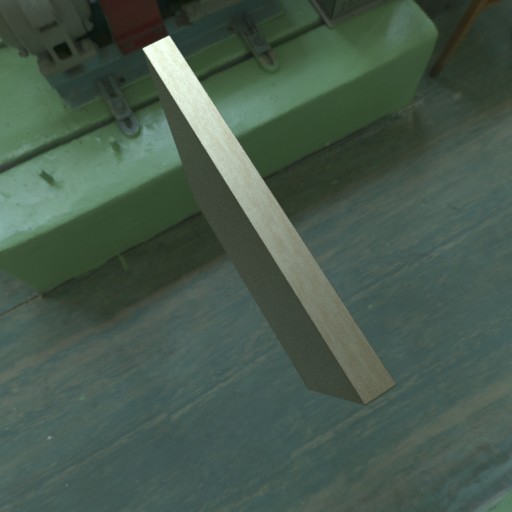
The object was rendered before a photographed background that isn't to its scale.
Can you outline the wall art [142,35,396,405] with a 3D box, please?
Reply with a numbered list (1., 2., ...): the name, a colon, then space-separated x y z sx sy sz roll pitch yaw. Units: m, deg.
1. wall art: 0.000 0.000 0.755 0.040 0.506 0.503 -30 77 -8
